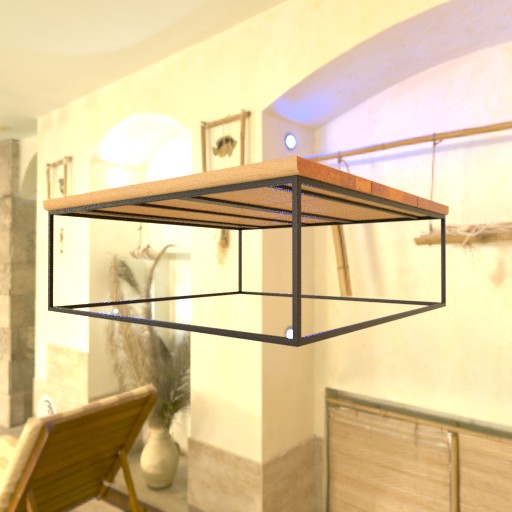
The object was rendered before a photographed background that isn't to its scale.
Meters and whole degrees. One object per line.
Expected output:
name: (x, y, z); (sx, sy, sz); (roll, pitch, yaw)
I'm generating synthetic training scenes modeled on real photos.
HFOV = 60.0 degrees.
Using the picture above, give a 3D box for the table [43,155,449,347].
table: (0.000, 0.000, 1.690); (1.100, 0.400, 1.100); (-1, -1, 39)
